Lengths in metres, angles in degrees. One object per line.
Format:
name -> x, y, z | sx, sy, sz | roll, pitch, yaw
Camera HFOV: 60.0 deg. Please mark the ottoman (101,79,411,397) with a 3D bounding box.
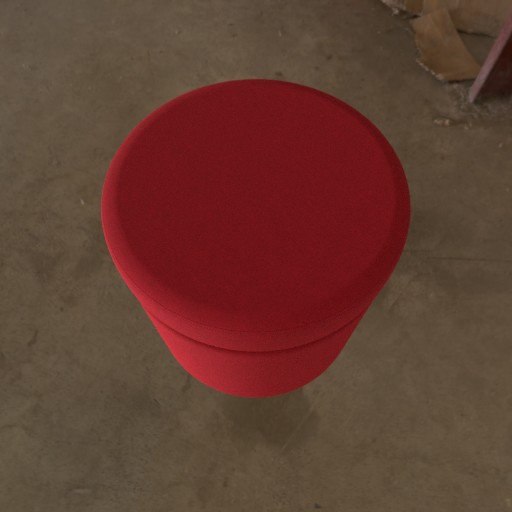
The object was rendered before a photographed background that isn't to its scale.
ottoman -> 0.000, 0.000, 0.741 | 0.400, 0.406, 0.400 | 0, 63, 0
